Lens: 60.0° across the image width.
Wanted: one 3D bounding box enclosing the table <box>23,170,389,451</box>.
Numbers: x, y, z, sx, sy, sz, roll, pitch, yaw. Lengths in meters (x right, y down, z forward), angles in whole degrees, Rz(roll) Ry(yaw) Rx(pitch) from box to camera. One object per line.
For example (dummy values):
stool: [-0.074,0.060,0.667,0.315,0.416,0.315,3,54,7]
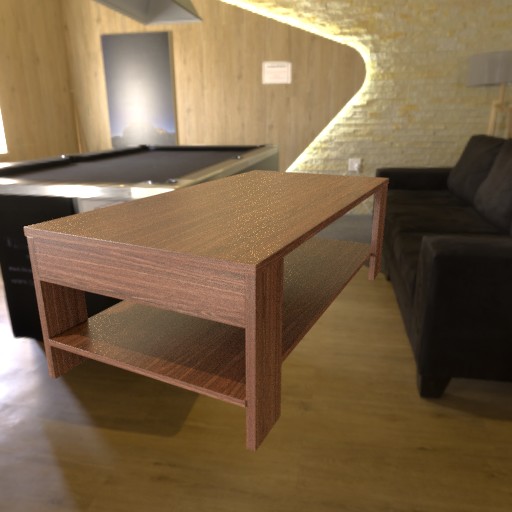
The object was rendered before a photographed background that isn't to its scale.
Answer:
table: [0.000,0.000,1.467,0.600,0.400,1.200,9,20,25]
